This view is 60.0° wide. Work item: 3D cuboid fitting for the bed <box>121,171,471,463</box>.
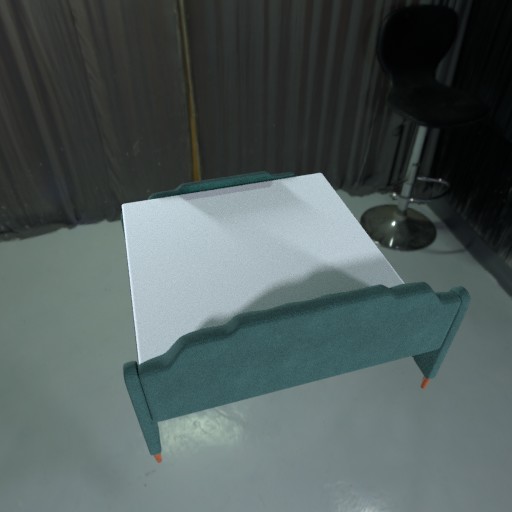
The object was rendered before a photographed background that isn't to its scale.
[{"bbox_3d":[0.000,0.000,3.572,2.074,1.245,2.340,-11,43,-12],"label":"bed"}]
